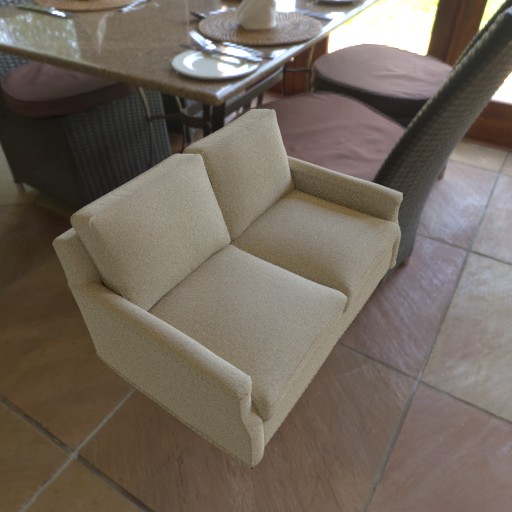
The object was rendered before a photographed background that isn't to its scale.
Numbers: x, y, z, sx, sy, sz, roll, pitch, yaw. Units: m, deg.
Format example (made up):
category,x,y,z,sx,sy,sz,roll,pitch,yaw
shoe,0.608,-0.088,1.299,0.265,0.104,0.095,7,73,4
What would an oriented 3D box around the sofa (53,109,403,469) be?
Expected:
category,x,y,z,sx,sy,sz,roll,pitch,yaw
sofa,0.000,0.000,2.327,1.084,1.003,1.597,25,47,26
